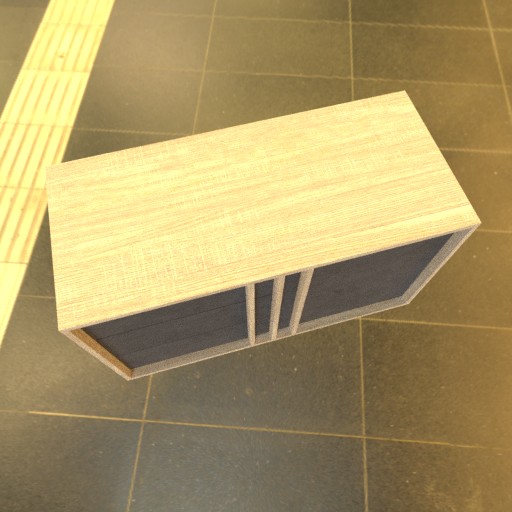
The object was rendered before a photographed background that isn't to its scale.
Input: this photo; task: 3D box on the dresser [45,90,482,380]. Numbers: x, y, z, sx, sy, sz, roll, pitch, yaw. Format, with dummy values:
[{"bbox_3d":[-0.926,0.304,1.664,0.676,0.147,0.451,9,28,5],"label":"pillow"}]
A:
[{"bbox_3d":[0.000,0.000,1.572,1.110,0.780,0.500,-14,65,-7],"label":"dresser"}]
